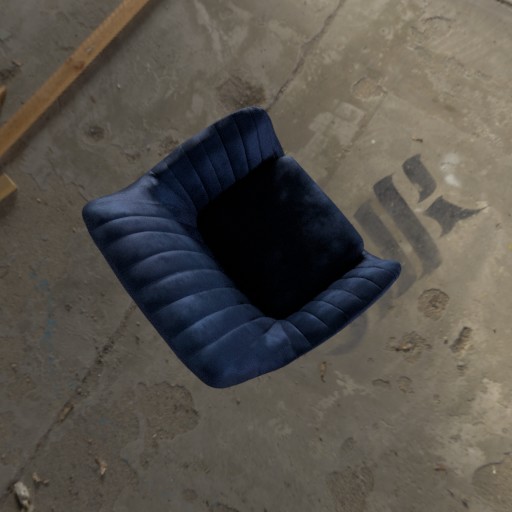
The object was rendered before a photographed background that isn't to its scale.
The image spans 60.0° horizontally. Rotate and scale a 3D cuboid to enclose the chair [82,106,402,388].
[{"bbox_3d":[0.000,0.000,1.227,0.573,0.826,0.578,-37,79,-8],"label":"chair"}]
